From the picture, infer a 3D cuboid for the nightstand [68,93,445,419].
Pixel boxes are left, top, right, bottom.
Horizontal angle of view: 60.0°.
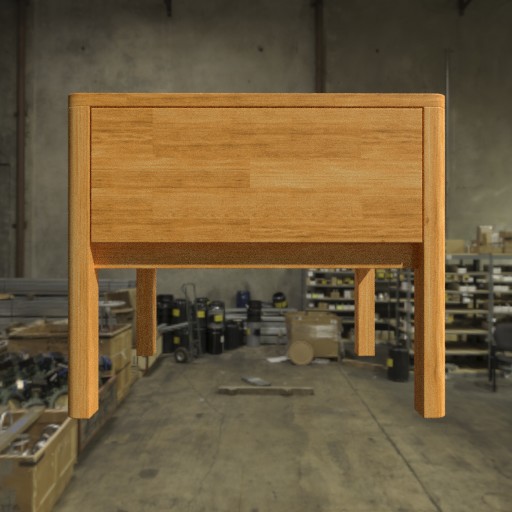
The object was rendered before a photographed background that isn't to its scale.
[{"bbox_3d":[0.000,0.000,0.861,0.560,0.470,0.440,0,0,0],"label":"nightstand"}]
